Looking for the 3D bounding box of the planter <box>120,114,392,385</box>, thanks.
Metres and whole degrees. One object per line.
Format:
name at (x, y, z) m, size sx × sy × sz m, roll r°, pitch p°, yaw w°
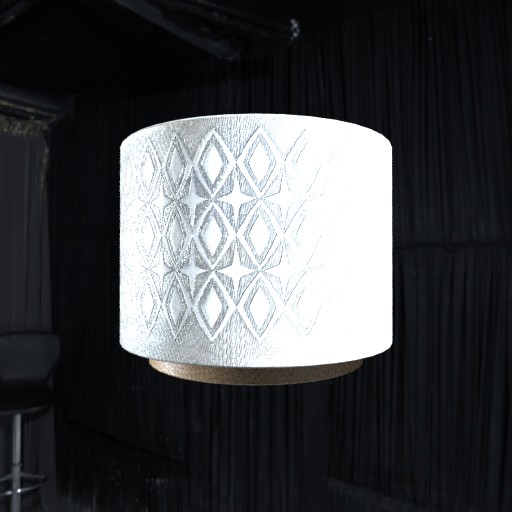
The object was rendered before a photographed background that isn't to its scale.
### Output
planter at (0.000, 0.000, 0.318) m, size 0.186 × 0.144 × 0.186 m, roll 0°, pitch 0°, yaw 0°
